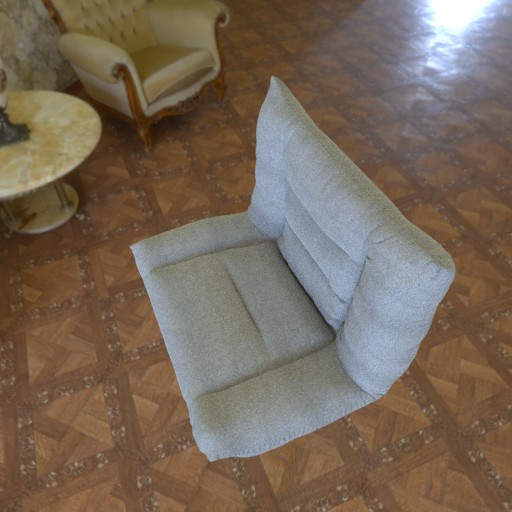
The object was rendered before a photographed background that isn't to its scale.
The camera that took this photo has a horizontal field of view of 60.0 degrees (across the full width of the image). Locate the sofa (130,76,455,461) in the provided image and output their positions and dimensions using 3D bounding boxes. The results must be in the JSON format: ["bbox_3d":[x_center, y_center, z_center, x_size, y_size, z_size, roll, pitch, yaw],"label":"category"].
[{"bbox_3d":[0.000,0.000,1.683,0.847,0.795,1.144,-18,49,-16],"label":"sofa"}]
